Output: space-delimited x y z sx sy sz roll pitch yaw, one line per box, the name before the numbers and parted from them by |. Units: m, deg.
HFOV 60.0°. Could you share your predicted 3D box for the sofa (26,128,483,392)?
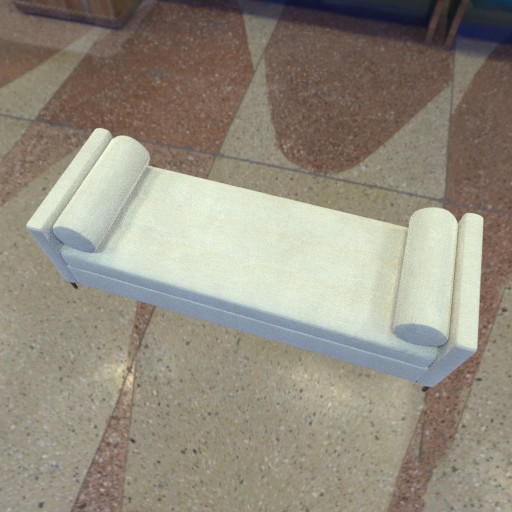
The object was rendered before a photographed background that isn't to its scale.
sofa | 0.000 0.000 2.266 1.981 0.635 0.686 15 59 9
